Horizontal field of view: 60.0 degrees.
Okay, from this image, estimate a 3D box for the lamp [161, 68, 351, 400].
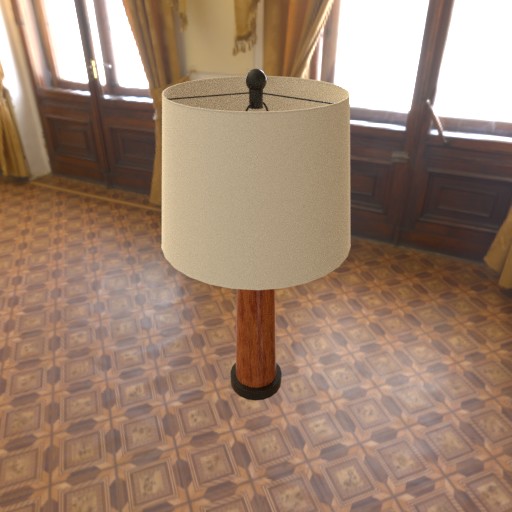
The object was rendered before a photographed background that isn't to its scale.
[{"bbox_3d":[0.000,0.000,0.850,0.349,0.667,0.349,0,31,0],"label":"lamp"}]
